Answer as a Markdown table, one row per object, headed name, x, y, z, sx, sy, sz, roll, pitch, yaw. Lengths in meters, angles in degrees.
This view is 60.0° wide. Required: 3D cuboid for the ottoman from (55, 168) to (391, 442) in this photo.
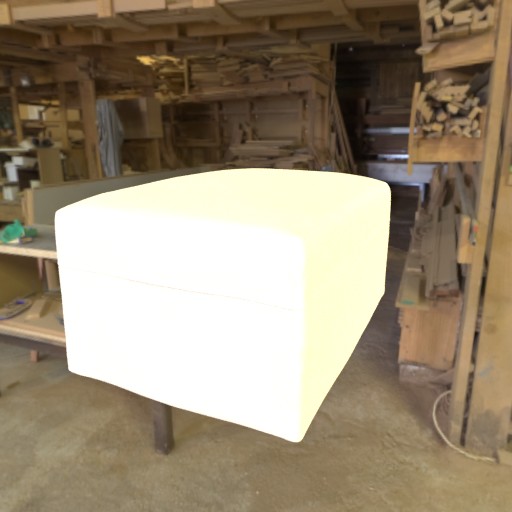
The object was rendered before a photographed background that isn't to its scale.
| name | x | y | z | sx | sy | sz | roll | pitch | yaw |
| --- | --- | --- | --- | --- | --- | --- | --- | --- | --- |
| ottoman | 0.000 | 0.000 | 1.218 | 0.590 | 0.444 | 0.872 | 7 | 17 | 24 |
